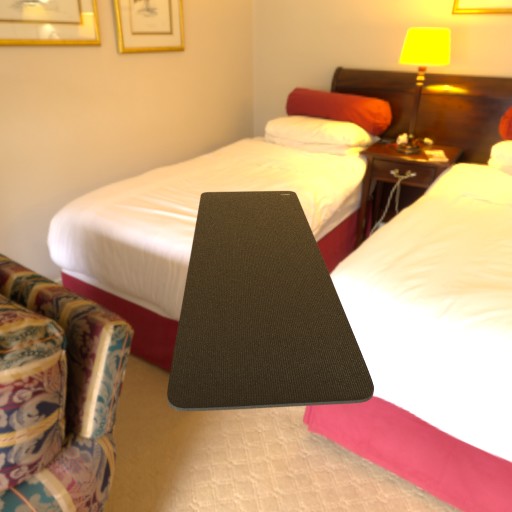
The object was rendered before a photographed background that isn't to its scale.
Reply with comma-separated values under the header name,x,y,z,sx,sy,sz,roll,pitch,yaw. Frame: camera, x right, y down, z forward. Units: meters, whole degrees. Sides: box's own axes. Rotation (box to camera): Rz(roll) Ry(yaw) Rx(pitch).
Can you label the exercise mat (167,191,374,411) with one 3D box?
name,x,y,z,sx,sy,sz,roll,pitch,yaw
exercise mat,0.000,0.000,2.089,0.616,0.021,1.869,-1,27,-3
